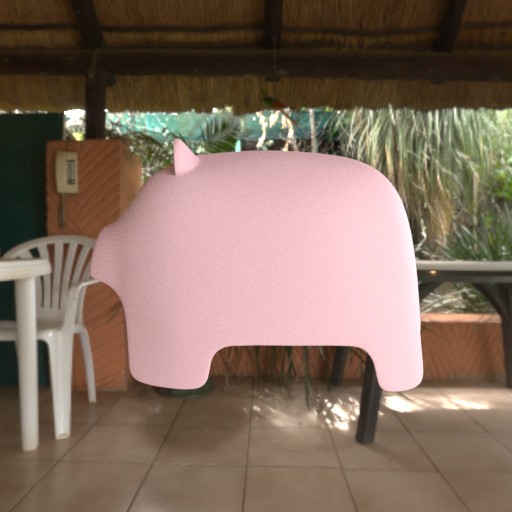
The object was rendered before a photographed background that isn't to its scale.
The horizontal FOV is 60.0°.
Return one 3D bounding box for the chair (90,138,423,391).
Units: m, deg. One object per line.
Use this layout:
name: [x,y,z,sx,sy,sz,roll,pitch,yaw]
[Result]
chair: [0.000,0.000,0.868,0.619,0.423,0.364,0,1,0]
